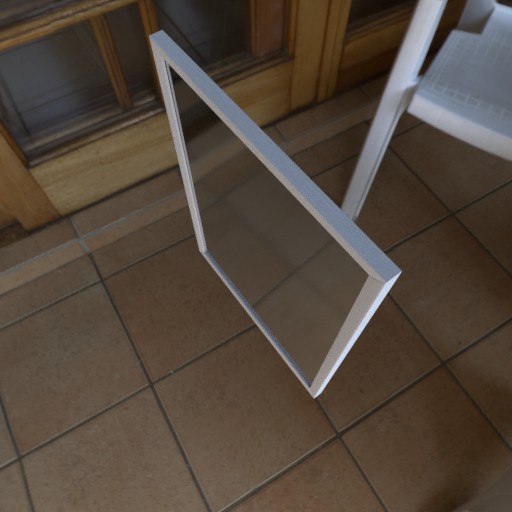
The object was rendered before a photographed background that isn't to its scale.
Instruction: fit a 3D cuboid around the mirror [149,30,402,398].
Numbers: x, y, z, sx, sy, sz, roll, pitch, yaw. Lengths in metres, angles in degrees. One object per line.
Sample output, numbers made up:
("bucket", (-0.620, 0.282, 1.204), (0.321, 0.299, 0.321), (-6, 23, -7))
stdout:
("mirror", (0.000, 0.000, 1.313), (0.040, 1.016, 0.762), (-33, 67, -16))
